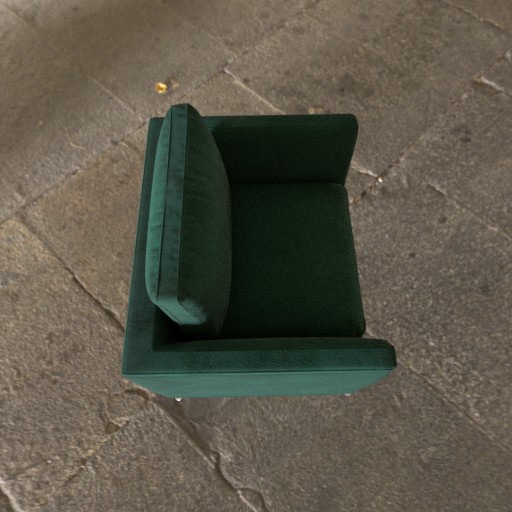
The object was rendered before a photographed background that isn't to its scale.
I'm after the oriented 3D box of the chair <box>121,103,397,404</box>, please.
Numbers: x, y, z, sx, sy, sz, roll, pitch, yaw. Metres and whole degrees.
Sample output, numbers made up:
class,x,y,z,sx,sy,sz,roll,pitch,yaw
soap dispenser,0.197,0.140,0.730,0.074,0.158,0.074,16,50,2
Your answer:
class,x,y,z,sx,sy,sz,roll,pitch,yaw
chair,0.000,0.000,1.793,0.852,0.997,1.047,-1,64,-1
